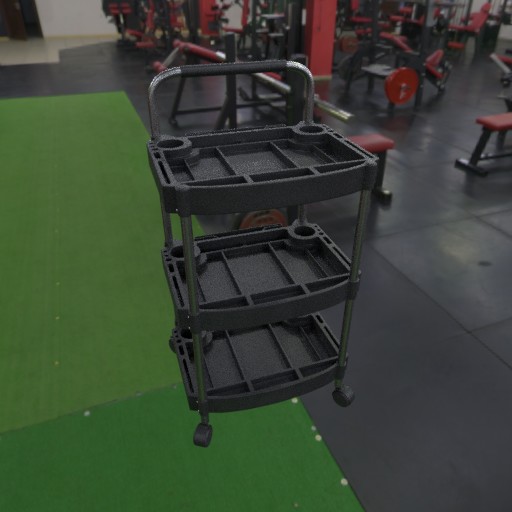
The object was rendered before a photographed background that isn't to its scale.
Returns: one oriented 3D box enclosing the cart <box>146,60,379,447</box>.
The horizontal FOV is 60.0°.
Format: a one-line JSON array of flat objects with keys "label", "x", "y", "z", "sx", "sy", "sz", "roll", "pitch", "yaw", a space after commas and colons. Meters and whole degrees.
[{"label": "cart", "x": 0.000, "y": 0.000, "z": 1.402, "sx": 0.584, "sy": 1.075, "sz": 0.518, "roll": -10, "pitch": 34, "yaw": -15}]
